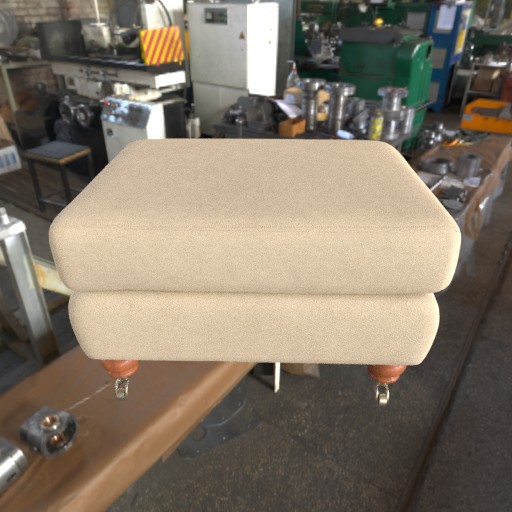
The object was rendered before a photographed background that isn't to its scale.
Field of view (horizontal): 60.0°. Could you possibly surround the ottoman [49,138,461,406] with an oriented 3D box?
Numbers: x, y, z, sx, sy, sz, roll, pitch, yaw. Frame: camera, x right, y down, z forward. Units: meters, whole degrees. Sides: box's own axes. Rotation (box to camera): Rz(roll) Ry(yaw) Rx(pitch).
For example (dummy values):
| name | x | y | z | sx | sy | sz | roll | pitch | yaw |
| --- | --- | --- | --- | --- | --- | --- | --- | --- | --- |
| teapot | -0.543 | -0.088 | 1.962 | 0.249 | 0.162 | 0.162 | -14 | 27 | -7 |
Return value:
| name | x | y | z | sx | sy | sz | roll | pitch | yaw |
| --- | --- | --- | --- | --- | --- | --- | --- | --- | --- |
| ottoman | 0.000 | 0.000 | 1.122 | 0.773 | 0.504 | 0.569 | 1 | 30 | 1 |
